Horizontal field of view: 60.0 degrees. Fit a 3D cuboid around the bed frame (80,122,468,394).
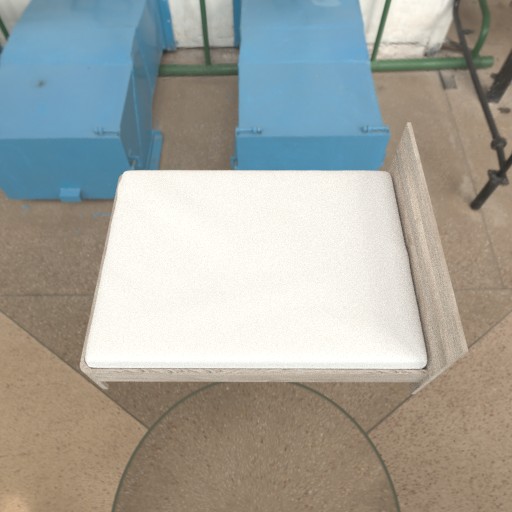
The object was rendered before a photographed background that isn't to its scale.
[{"bbox_3d":[0.000,0.000,2.757,1.950,0.800,1.490,0,59,0],"label":"bed frame"}]
